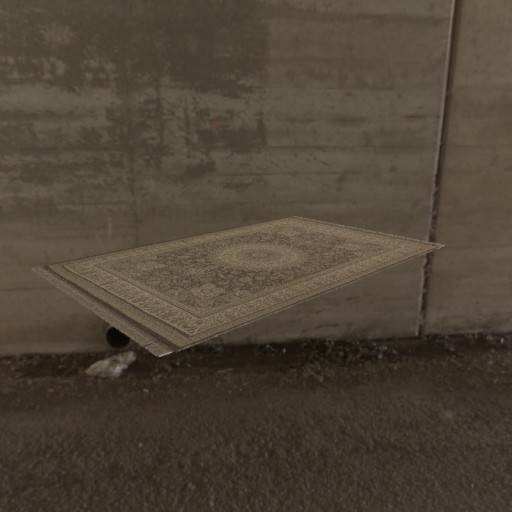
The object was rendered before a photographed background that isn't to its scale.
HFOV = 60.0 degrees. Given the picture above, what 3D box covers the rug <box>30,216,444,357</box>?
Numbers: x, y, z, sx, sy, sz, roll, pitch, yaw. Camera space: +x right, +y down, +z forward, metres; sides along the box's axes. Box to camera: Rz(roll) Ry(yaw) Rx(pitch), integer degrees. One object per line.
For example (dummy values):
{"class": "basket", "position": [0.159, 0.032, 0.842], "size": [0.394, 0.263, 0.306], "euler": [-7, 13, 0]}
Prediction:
{"class": "rug", "position": [0.000, 0.000, 3.028], "size": [2.440, 0.010, 1.528], "euler": [-15, 22, -41]}
